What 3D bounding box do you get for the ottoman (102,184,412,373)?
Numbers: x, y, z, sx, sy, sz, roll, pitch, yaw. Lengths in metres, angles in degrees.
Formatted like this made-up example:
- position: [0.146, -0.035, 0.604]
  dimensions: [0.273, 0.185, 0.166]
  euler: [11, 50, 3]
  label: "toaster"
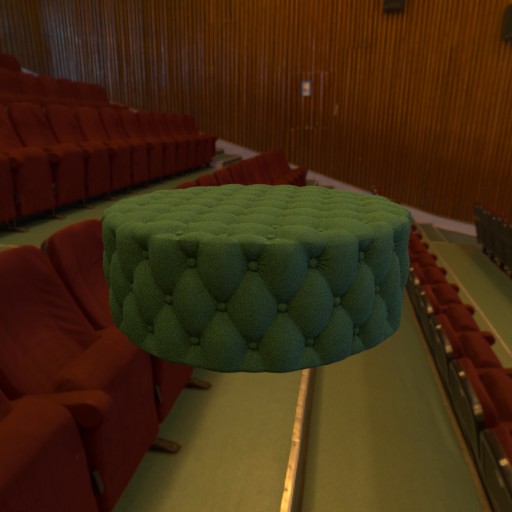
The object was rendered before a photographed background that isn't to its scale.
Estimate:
- position: [0.000, 0.000, 1.524]
  dimensions: [0.998, 0.399, 0.998]
  euler: [0, 16, 0]
  label: "ottoman"
